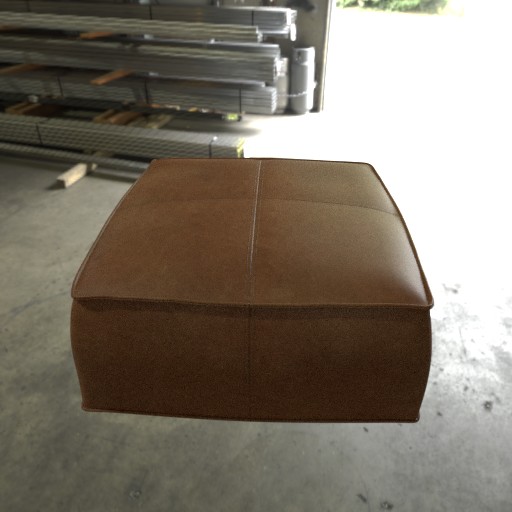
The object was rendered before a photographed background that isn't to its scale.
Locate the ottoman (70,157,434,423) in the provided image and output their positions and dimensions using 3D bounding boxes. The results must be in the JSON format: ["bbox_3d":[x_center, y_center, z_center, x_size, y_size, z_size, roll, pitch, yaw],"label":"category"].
[{"bbox_3d":[0.000,0.000,1.355,0.901,0.395,0.902,1,34,2],"label":"ottoman"}]
